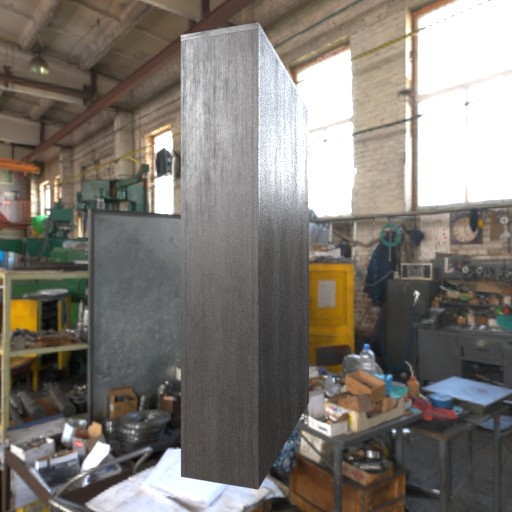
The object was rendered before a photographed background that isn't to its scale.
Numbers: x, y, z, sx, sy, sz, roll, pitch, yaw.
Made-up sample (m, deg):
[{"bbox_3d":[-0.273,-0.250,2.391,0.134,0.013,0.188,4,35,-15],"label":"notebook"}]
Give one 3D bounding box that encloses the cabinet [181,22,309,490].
[{"bbox_3d":[0.000,0.000,1.608,0.250,1.280,0.750,0,0,17],"label":"cabinet"}]
